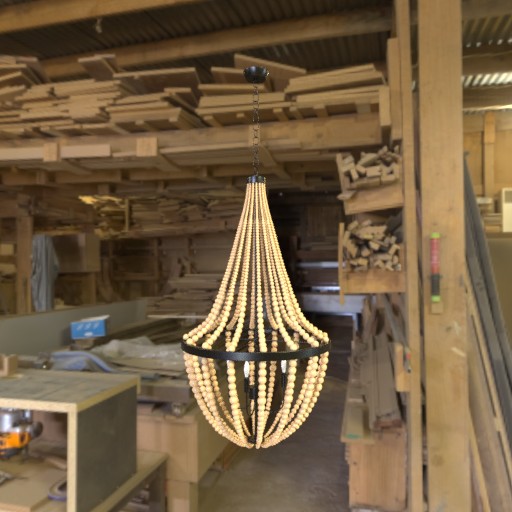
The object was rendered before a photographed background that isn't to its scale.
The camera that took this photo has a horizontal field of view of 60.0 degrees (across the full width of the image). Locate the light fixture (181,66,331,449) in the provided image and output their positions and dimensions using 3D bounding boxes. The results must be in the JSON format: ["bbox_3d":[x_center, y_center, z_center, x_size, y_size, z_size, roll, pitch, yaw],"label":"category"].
[{"bbox_3d":[0.000,0.000,1.354,0.450,1.133,0.450,0,-1,0],"label":"light fixture"}]
